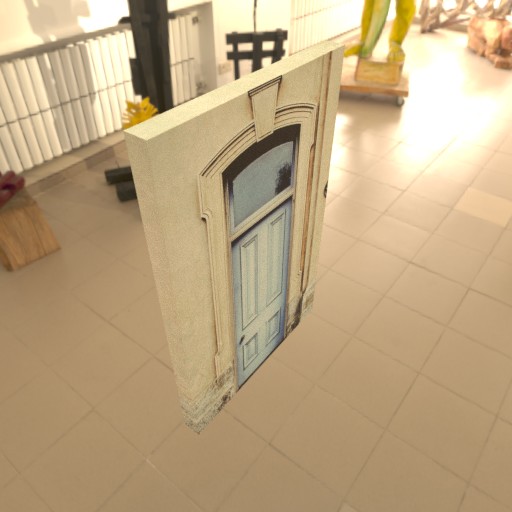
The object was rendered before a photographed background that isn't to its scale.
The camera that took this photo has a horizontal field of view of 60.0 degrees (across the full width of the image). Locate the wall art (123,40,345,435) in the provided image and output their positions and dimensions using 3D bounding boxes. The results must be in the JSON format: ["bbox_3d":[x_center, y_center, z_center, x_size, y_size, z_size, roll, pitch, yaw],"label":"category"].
[{"bbox_3d":[0.000,0.000,0.771,0.036,0.607,0.403,27,48,27],"label":"wall art"}]
